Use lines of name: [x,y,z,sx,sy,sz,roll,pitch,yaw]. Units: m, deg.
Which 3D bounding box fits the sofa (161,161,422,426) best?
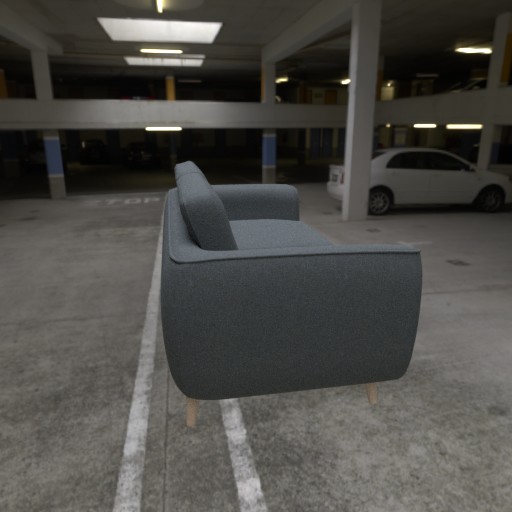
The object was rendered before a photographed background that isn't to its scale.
sofa: [0.000,0.000,2.231,0.920,0.850,1.700,-3,17,-10]
